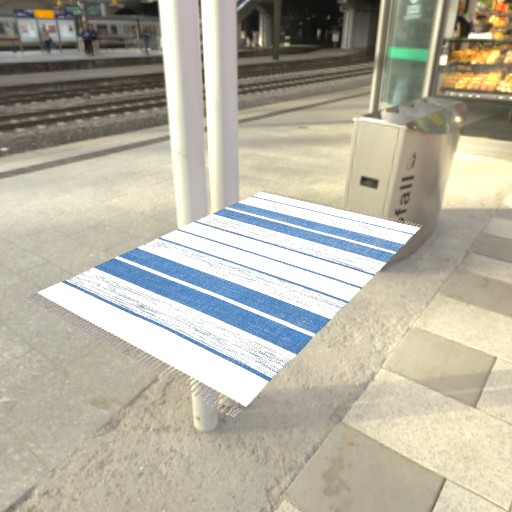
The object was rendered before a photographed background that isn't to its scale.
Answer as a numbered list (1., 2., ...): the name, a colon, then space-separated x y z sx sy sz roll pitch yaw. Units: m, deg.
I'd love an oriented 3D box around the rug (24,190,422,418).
1. rug: 0.000 0.000 3.032 1.532 0.010 2.441 18 32 31
